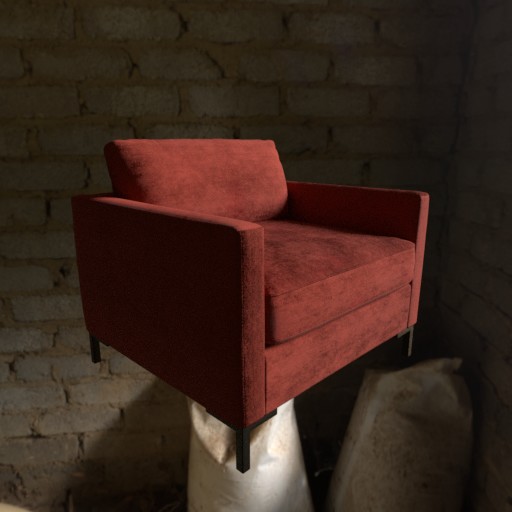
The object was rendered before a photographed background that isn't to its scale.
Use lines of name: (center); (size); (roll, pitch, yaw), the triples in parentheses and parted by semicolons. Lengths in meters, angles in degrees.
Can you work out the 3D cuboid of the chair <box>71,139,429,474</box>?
chair: (0.000, 0.000, 1.584); (0.875, 0.812, 0.964); (14, 20, 43)
